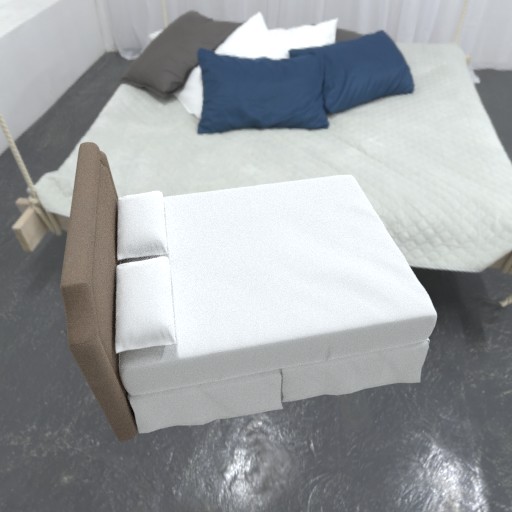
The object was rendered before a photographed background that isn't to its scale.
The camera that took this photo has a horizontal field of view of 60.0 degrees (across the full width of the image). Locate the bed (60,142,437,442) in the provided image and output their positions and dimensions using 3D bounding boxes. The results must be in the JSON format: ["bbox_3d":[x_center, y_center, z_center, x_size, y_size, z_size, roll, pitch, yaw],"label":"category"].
[{"bbox_3d":[0.000,0.000,3.064,2.116,1.290,1.693,-8,46,-8],"label":"bed"}]
